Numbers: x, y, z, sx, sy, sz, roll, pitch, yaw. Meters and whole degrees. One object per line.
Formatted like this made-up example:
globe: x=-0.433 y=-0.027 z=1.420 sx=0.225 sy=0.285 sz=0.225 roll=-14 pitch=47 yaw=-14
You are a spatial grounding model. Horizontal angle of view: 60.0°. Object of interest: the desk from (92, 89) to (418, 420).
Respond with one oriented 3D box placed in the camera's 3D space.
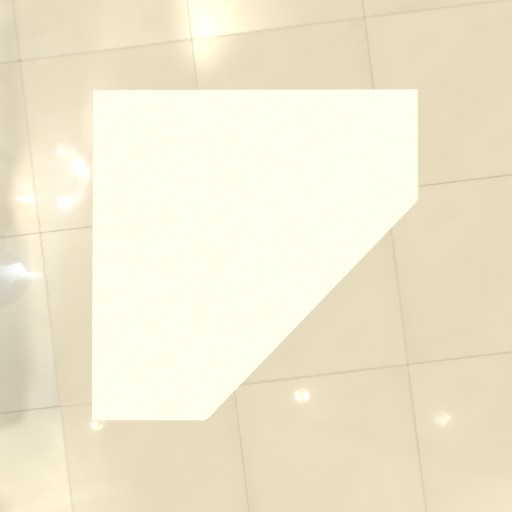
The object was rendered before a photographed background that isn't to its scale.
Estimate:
desk: x=0.000 y=0.000 z=1.669 sx=0.926 sy=0.818 sz=0.940 roll=0 pitch=89 yaw=0
